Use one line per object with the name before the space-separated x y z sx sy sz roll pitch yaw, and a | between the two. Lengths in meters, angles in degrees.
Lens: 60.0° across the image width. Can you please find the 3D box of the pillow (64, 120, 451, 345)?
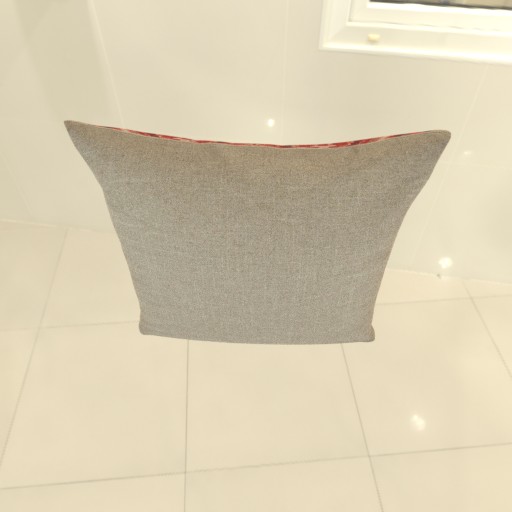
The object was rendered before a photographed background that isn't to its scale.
pillow | 0.000 0.000 0.772 0.513 0.511 0.158 2 48 1
